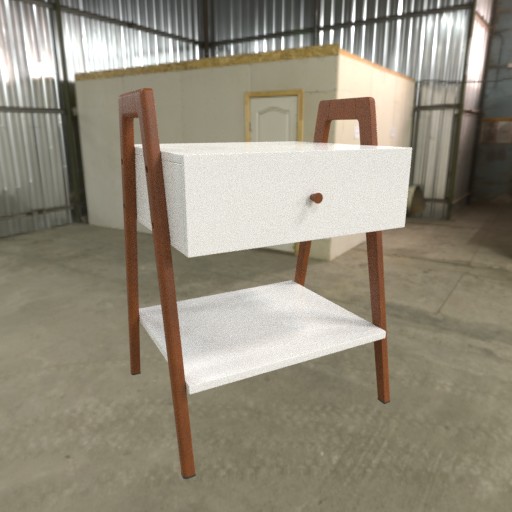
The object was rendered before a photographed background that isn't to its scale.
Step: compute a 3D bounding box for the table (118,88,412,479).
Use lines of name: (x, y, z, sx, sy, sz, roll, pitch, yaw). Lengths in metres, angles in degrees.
table: (0.000, 0.000, 0.892, 0.457, 0.610, 0.405, -9, 18, -27)
